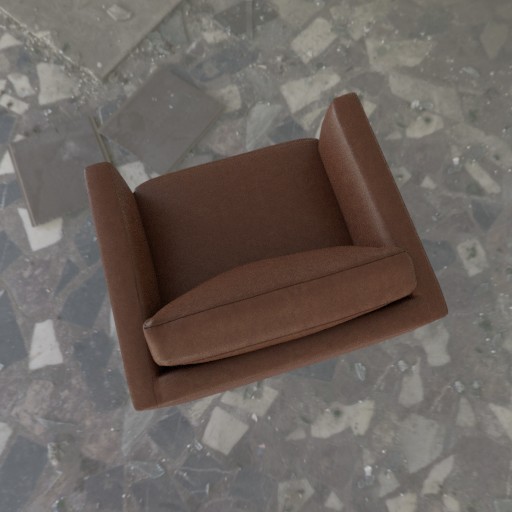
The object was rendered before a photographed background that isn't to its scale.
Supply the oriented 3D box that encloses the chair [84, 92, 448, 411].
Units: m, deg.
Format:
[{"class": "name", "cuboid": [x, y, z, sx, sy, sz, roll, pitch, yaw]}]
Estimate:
[{"class": "chair", "cuboid": [0.000, 0.000, 1.841, 1.107, 0.917, 0.959, -16, 74, -5]}]
